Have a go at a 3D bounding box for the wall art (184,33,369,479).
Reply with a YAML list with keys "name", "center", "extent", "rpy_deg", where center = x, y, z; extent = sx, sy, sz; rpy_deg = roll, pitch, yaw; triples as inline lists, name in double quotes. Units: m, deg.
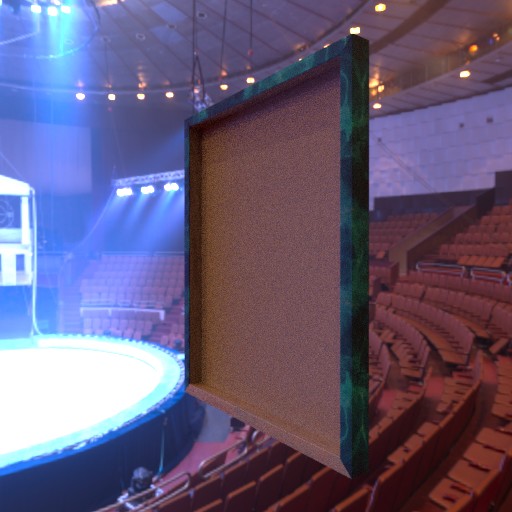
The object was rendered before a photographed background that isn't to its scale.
- name: "wall art"
  center: [0.000, 0.000, 0.844]
  extent: [0.038, 0.635, 0.508]
  rpy_deg: [0, 0, -37]
